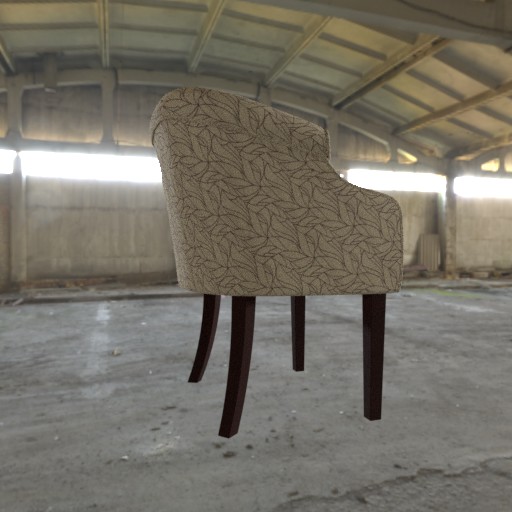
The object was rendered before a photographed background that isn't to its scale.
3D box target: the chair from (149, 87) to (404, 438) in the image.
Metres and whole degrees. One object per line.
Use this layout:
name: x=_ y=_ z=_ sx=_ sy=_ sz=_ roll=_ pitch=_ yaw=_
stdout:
chair: x=0.000 y=0.000 z=1.328 sx=0.613 sy=0.858 sz=0.686 roll=0 pitch=1 yaw=-18
